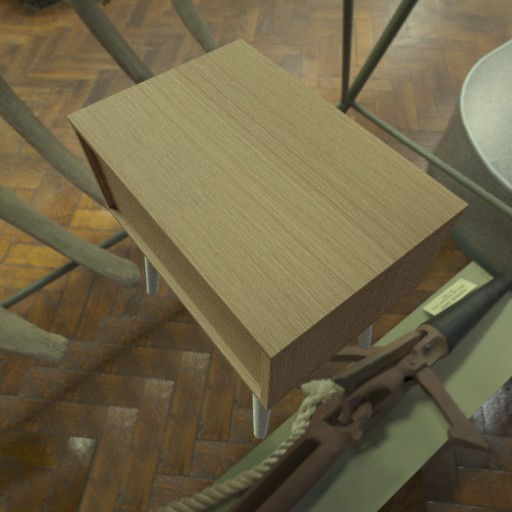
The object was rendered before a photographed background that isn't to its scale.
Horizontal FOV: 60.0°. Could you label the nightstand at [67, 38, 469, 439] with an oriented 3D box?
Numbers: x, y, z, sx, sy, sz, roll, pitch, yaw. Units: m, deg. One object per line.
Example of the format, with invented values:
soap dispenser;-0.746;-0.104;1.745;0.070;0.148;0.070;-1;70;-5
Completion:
nightstand;0.000;0.000;0.987;0.407;0.610;0.571;-34;63;-20
